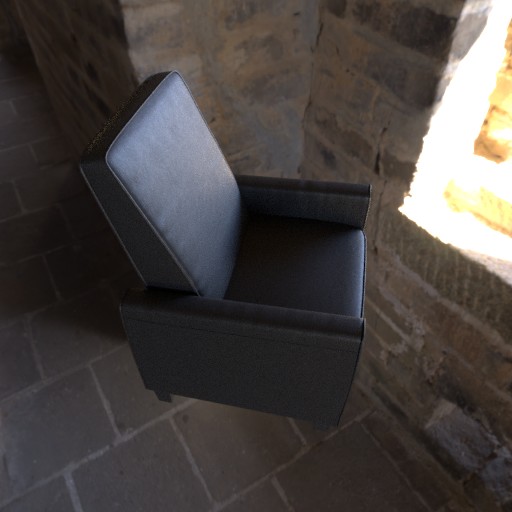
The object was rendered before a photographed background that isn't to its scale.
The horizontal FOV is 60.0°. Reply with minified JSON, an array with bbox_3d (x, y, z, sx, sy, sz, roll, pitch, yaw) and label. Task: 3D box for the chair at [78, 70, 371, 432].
[{"bbox_3d":[0.000,0.000,1.480,0.746,1.013,0.705,8,46,8],"label":"chair"}]
